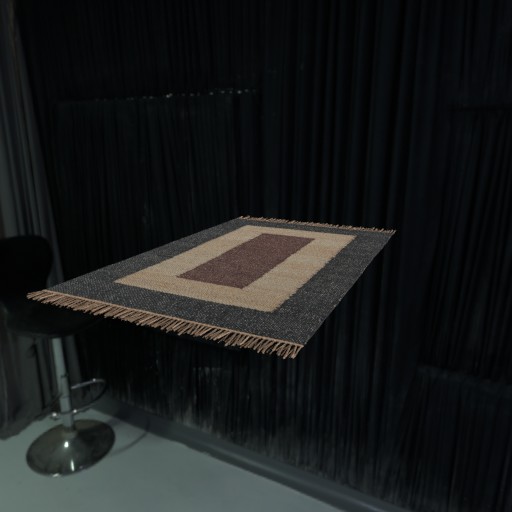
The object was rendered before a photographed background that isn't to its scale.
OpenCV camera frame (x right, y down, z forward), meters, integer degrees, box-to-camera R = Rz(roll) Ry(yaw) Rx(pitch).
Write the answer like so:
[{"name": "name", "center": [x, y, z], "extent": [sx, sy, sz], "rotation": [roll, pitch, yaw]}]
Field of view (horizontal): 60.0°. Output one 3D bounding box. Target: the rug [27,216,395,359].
[{"name": "rug", "center": [0.000, 0.000, 2.506], "extent": [1.224, 0.027, 2.021], "rotation": [8, 18, 25]}]
